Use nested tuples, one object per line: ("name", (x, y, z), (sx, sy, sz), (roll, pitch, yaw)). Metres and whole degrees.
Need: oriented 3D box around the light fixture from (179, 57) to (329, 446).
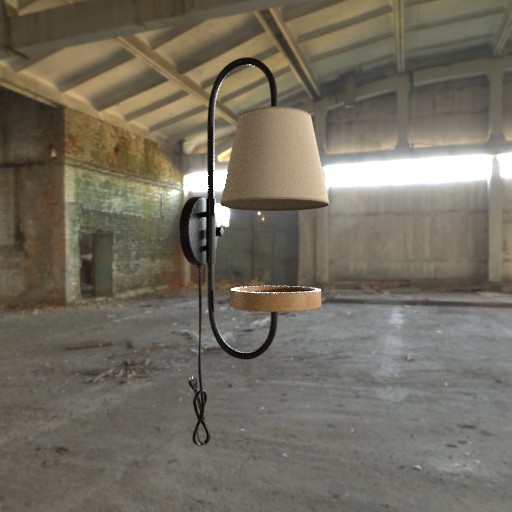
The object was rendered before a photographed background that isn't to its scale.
("light fixture", (0.000, 0.000, 0.913), (0.299, 0.821, 0.220), (0, 0, 19))
